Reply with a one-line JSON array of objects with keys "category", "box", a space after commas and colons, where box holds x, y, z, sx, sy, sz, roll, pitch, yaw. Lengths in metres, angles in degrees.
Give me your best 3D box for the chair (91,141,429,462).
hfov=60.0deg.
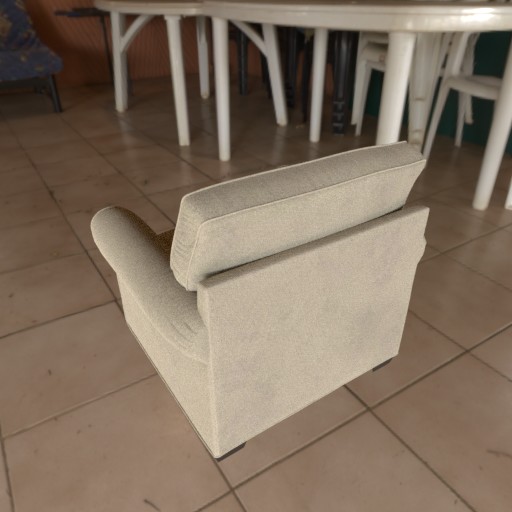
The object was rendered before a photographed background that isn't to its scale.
[{"category": "chair", "box": [0.000, 0.000, 1.916, 1.147, 1.044, 0.939, -19, 36, -28]}]
